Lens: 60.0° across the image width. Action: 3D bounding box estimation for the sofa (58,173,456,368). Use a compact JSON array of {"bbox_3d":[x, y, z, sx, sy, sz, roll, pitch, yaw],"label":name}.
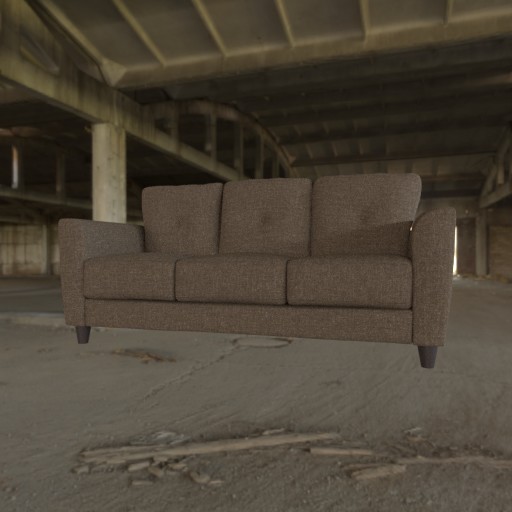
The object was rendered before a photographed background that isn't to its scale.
[{"bbox_3d":[0.000,0.000,2.332,1.847,0.891,0.837,0,0,17],"label":"sofa"}]
